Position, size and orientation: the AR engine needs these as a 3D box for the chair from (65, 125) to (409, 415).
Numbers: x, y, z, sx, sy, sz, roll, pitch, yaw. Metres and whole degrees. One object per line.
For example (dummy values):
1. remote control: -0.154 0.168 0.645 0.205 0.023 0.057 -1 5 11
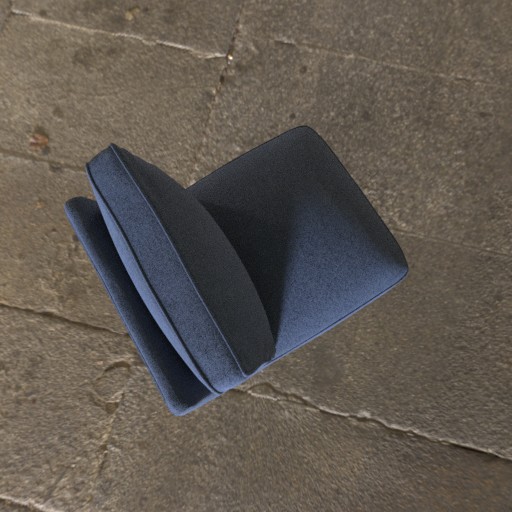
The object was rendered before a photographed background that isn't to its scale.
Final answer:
1. chair: 0.000 0.000 1.624 0.912 1.052 0.724 -30 77 -8
